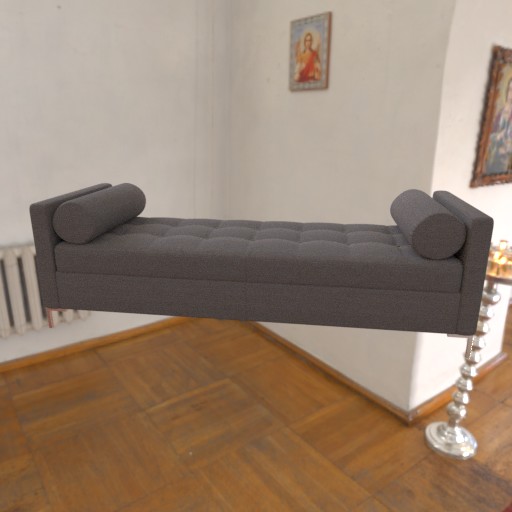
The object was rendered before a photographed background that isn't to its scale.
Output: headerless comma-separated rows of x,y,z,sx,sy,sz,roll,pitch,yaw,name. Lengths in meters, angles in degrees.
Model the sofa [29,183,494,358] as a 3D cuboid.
0.000,0.000,2.265,1.981,0.635,0.686,3,18,8,sofa
